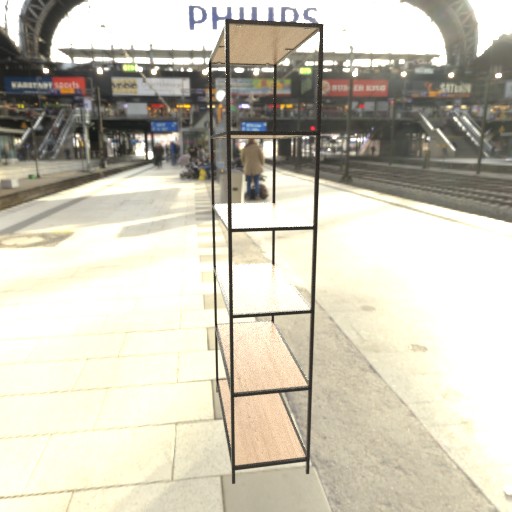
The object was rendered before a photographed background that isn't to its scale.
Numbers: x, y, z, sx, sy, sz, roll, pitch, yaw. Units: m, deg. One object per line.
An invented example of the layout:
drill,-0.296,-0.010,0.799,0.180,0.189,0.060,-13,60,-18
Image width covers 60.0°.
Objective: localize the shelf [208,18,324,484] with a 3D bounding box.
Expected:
shelf,0.000,0.000,2.113,0.350,1.850,0.770,-2,14,-10
